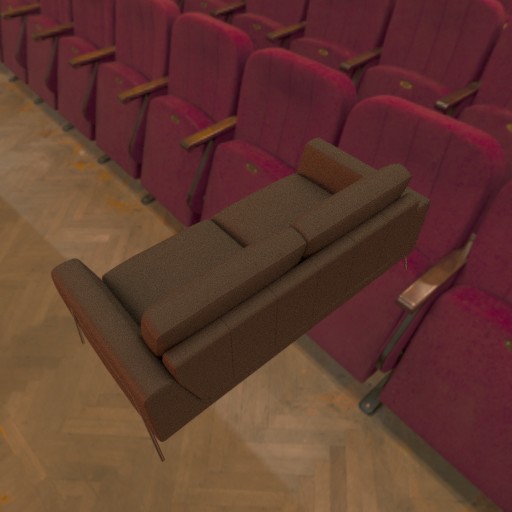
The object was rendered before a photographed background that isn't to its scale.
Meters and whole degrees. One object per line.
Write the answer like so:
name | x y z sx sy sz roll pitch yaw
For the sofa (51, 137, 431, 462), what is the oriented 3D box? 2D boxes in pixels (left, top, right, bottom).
sofa | 0.000 0.000 2.599 2.017 0.875 0.953 -31 54 -27
